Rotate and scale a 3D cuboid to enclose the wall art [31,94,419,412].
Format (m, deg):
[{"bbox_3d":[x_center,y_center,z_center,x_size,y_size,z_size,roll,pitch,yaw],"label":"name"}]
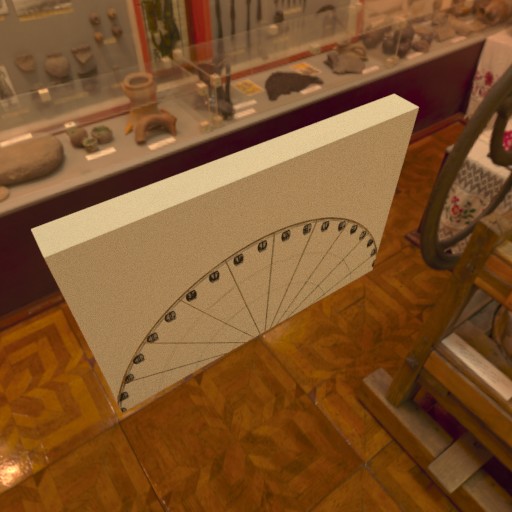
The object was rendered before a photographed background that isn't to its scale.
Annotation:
[{"bbox_3d":[0.000,0.000,0.488,0.384,0.254,0.039,-26,52,-22],"label":"wall art"}]
